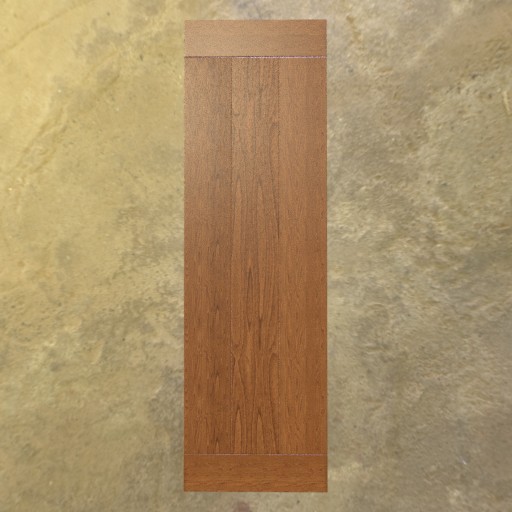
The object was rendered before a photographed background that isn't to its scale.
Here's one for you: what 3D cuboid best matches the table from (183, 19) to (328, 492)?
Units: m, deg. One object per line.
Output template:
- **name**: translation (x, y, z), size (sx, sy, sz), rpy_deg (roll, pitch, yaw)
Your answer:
- **table**: translation (0.000, 0.000, 1.812), size (0.461, 0.852, 1.478), rpy_deg (0, 89, 1)
